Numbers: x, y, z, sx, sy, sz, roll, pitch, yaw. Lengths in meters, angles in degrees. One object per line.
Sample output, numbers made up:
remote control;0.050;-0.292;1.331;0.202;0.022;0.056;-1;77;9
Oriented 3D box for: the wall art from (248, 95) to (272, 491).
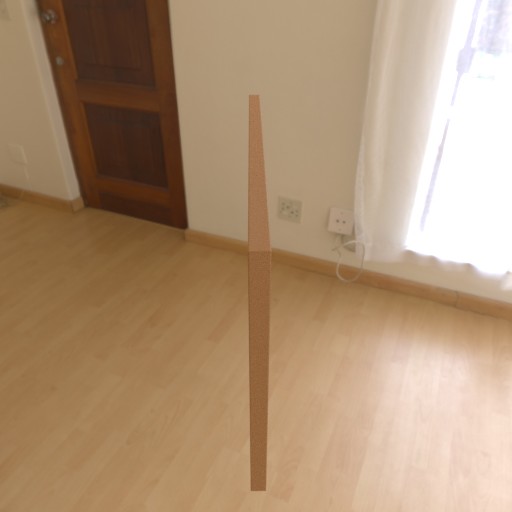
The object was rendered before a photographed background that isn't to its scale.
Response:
wall art;0.000;0.000;1.169;0.033;0.608;0.915;0;33;-1
